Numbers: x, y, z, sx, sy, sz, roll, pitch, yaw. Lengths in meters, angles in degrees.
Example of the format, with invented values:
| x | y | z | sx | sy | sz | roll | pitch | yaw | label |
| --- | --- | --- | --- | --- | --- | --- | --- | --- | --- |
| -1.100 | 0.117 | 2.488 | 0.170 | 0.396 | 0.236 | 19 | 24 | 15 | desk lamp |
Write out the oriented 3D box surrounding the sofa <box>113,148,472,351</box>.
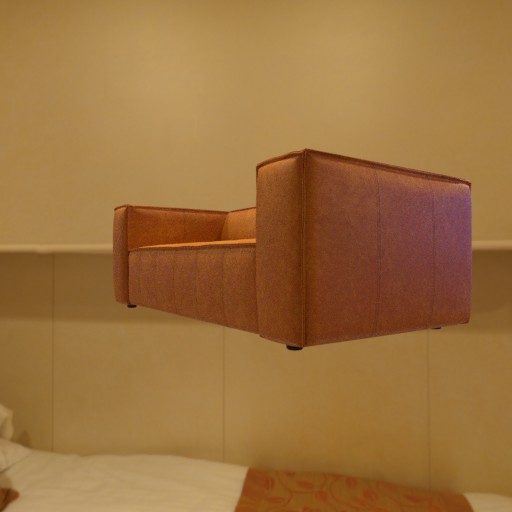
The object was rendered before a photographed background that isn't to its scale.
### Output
| x | y | z | sx | sy | sz | roll | pitch | yaw | label |
| --- | --- | --- | --- | --- | --- | --- | --- | --- | --- |
| 0.000 | 0.000 | 2.583 | 1.102 | 0.703 | 2.088 | 0 | -1 | -35 | sofa |
